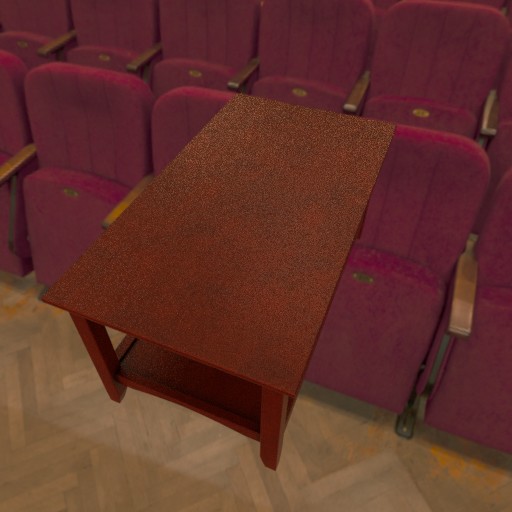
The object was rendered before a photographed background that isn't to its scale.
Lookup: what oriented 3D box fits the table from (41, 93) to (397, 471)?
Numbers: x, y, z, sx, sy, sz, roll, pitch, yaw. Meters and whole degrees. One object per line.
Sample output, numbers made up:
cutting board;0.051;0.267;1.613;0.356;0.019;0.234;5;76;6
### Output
table;0.000;0.000;1.269;0.533;0.456;0.943;17;48;15
